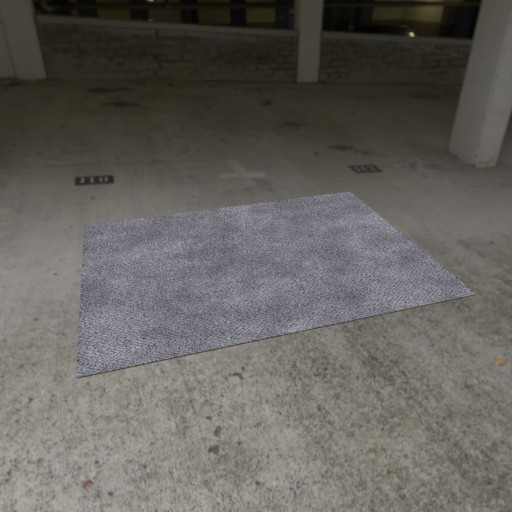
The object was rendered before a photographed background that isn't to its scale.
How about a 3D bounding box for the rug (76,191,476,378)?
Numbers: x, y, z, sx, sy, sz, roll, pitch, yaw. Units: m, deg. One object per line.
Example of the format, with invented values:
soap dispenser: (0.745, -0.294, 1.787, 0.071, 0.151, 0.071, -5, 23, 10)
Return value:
rug: (0.000, 0.000, 2.989, 2.235, 0.008, 1.600, -9, 32, -14)
